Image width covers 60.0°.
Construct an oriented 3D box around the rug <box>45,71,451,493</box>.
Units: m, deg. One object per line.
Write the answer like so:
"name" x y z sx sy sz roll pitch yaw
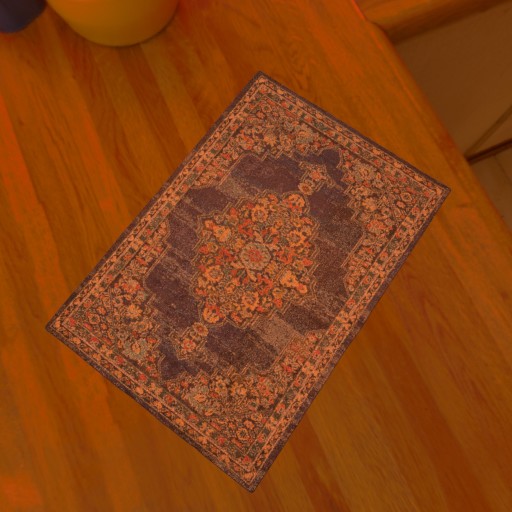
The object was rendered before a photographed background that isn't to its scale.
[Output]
"rug" 0.000 0.000 3.667 2.053 0.011 2.940 35 78 9
